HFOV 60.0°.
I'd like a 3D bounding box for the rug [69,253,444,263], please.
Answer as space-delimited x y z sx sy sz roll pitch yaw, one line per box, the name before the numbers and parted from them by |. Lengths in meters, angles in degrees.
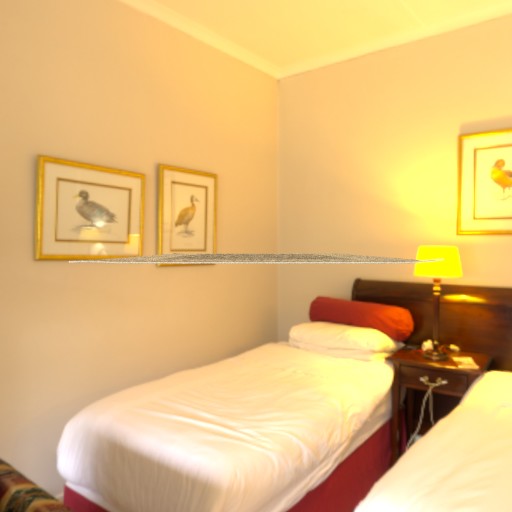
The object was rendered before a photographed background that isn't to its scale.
rug | 0.000 0.000 2.329 1.209 0.019 1.828 0 1 0
